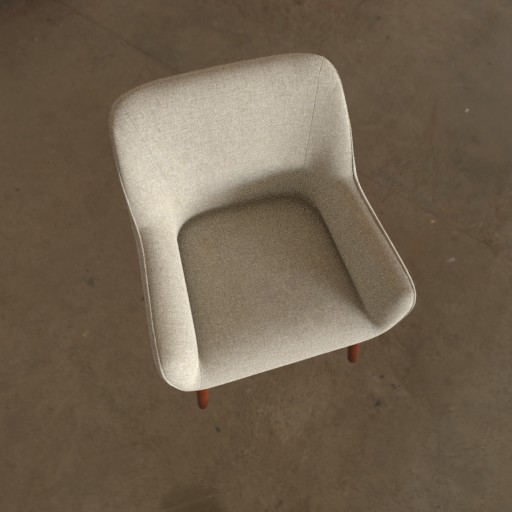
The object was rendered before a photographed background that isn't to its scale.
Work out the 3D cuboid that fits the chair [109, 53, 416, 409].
[{"bbox_3d":[0.000,0.000,1.240,0.610,0.813,0.610,-15,64,-7],"label":"chair"}]
